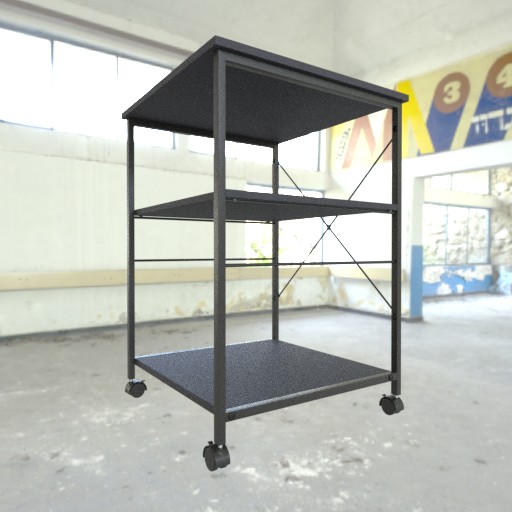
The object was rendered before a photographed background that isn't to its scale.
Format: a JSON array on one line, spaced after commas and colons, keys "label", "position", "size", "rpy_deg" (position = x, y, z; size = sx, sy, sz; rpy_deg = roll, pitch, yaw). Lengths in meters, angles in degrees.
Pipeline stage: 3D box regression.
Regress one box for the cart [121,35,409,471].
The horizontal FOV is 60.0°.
[{"label": "cart", "position": [0.000, 0.000, 1.120], "size": [0.520, 0.762, 0.521], "rpy_deg": [0, 1, -34]}]
